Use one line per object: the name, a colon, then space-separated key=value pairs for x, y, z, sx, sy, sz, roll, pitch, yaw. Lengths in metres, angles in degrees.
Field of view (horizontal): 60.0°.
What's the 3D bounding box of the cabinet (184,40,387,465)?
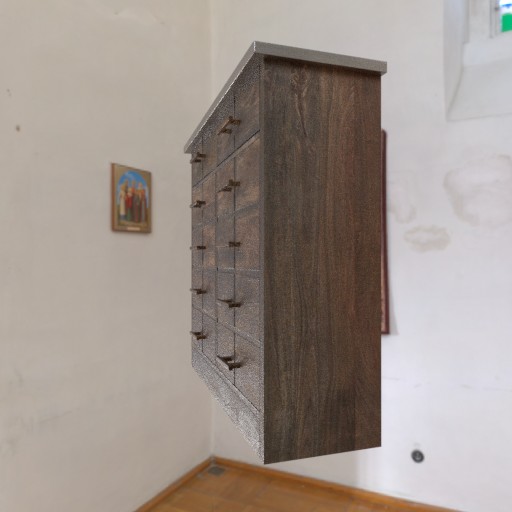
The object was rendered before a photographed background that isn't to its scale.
cabinet: x=0.000 y=0.000 z=1.456 sx=0.338 sy=0.919 sz=0.968 roll=0 pitch=0 yaw=-18
